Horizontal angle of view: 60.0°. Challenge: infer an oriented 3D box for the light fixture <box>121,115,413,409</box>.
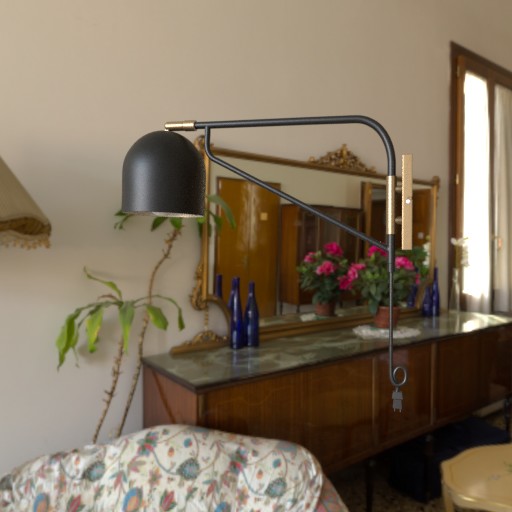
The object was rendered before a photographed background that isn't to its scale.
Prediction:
[{"bbox_3d":[0.000,0.000,1.088,0.720,0.696,0.215,0,1,18],"label":"light fixture"}]
